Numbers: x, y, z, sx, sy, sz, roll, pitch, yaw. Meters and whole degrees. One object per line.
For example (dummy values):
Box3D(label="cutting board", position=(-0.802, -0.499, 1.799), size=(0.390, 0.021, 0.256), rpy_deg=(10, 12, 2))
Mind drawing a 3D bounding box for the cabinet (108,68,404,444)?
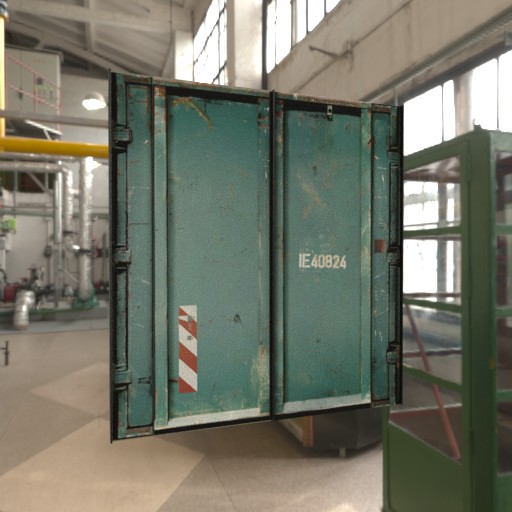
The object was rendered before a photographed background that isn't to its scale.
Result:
Box3D(label="cabinet", position=(0.000, 0.000, 3.178), size=(2.000, 2.160, 0.680), rpy_deg=(0, 1, -19))
